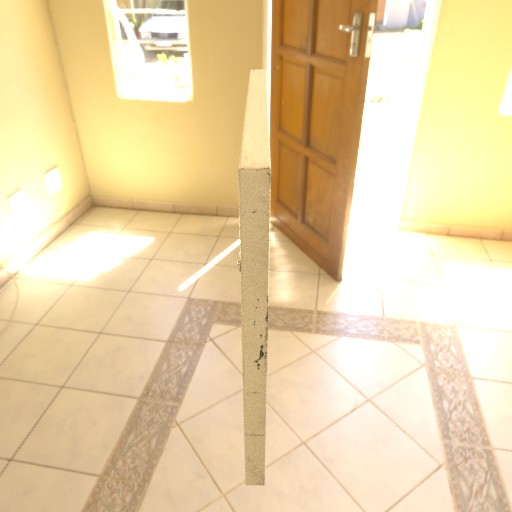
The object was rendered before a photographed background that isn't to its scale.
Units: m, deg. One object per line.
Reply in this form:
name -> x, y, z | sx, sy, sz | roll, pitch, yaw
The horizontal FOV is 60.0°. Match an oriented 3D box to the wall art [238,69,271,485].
wall art -> 0.000, 0.000, 0.903 | 0.040, 0.611, 0.610 | 0, 32, 1
